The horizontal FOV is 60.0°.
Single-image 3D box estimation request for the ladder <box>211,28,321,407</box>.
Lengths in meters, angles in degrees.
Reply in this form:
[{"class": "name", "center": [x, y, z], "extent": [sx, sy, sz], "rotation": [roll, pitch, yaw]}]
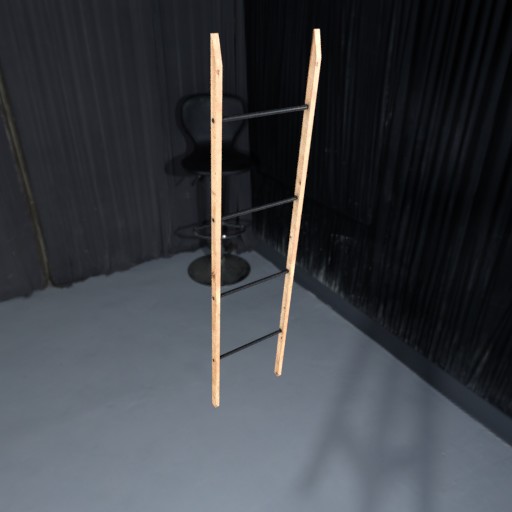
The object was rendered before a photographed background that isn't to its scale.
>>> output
[{"class": "ladder", "center": [0.000, 0.000, 1.982], "extent": [0.442, 1.805, 0.200], "rotation": [-18, 35, -29]}]
